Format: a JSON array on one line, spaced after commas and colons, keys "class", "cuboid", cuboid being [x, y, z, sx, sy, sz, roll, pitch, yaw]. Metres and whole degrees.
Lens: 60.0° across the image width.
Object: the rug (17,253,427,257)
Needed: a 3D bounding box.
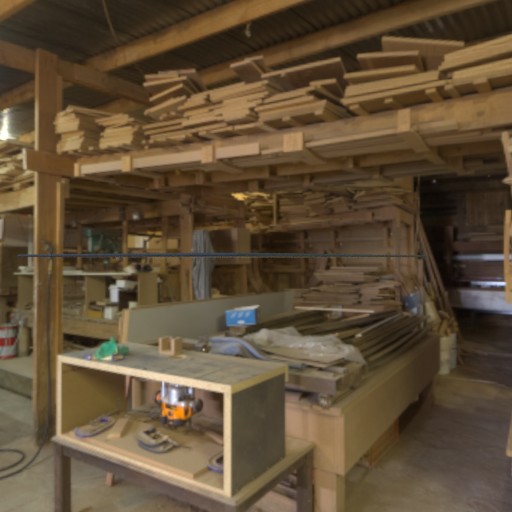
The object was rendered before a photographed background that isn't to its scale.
[{"class": "rug", "cuboid": [0.000, 0.000, 2.842, 1.528, 0.014, 2.294, 0, 0, 36]}]
